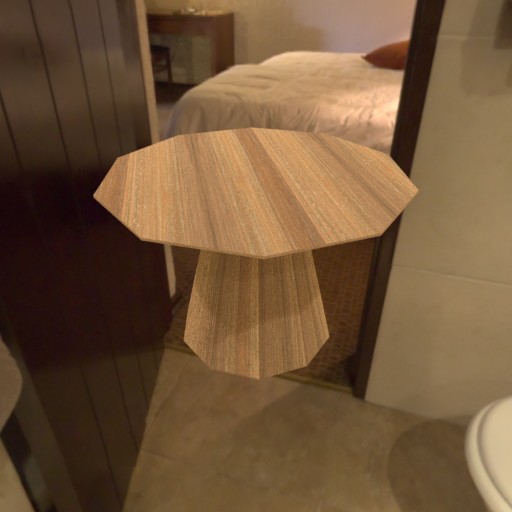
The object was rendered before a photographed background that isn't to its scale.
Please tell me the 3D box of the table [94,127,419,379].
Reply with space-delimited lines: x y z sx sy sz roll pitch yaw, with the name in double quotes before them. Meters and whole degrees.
"table" 0.000 0.000 1.893 1.186 0.752 1.186 0 32 0
